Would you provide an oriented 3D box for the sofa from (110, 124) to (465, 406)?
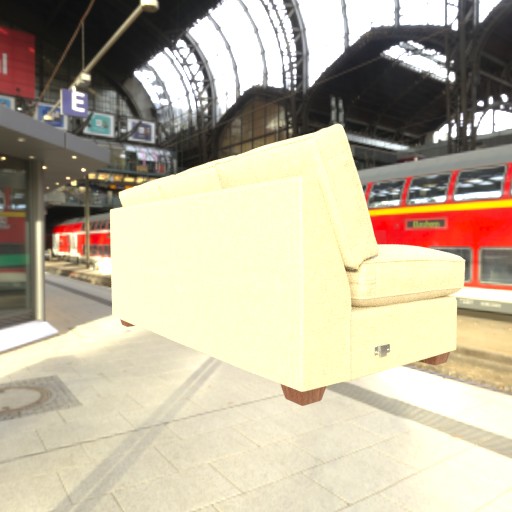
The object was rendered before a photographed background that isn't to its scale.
[{"bbox_3d":[0.000,0.000,2.511,1.027,0.973,1.962,-1,2,-36],"label":"sofa"}]
